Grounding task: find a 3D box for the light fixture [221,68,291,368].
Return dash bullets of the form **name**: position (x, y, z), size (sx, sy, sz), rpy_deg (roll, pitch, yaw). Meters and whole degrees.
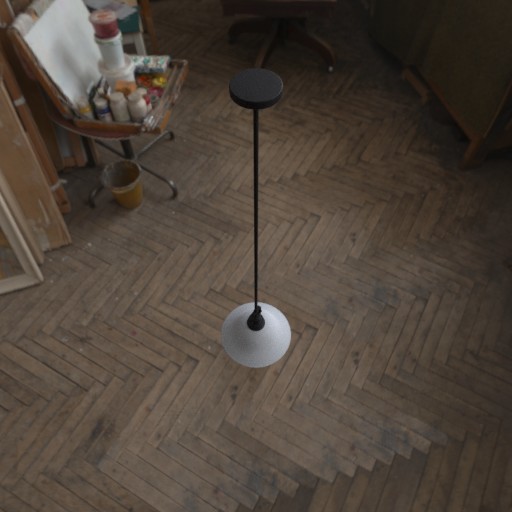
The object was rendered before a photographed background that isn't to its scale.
- **light fixture**: position (0.000, 0.000, 1.496), size (0.324, 1.337, 0.324), rpy_deg (31, 62, 18)
